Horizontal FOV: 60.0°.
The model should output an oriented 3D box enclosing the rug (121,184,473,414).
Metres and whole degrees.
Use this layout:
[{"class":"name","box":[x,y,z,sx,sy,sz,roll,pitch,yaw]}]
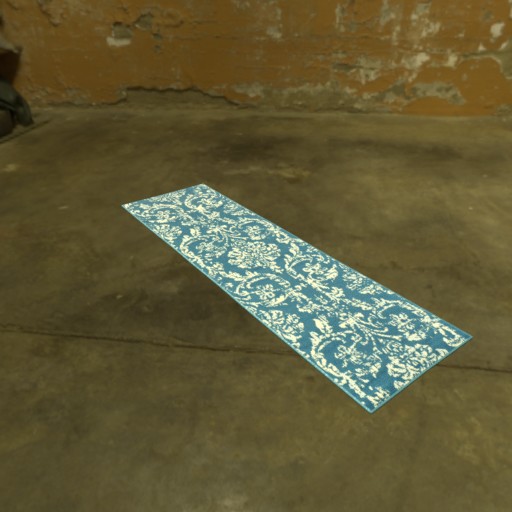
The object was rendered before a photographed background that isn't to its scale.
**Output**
[{"class":"rug","box":[0.000,0.000,2.467,0.662,0.011,2.196,-21,37,-31]}]
